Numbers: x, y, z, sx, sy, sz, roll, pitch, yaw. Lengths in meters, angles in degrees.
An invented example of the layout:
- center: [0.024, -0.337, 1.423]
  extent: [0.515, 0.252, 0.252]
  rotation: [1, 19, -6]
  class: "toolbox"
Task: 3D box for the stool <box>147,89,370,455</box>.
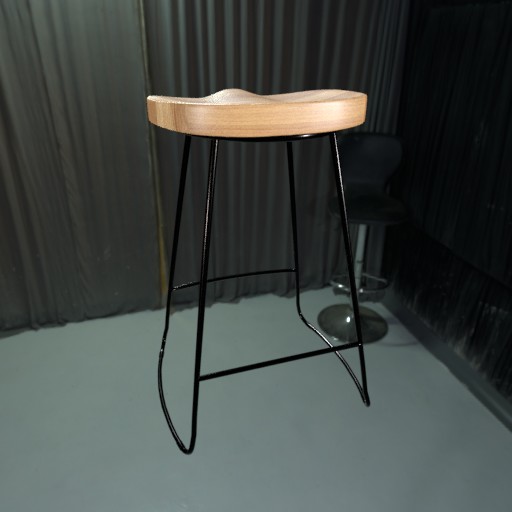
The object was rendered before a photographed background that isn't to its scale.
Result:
- center: [0.000, 0.000, 0.967]
  extent: [0.480, 0.679, 0.401]
  rotation: [-8, 27, -16]
  class: "stool"
